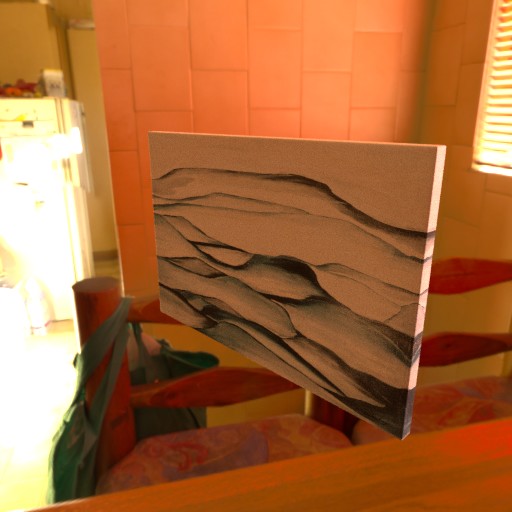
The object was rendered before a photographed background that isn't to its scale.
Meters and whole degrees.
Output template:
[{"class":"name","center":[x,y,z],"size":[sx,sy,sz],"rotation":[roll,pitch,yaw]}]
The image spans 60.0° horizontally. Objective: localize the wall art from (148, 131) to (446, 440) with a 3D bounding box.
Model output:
[{"class":"wall art","center":[0.000,0.000,1.168],"size":[0.039,0.609,0.914],"rotation":[-17,24,-42]}]
